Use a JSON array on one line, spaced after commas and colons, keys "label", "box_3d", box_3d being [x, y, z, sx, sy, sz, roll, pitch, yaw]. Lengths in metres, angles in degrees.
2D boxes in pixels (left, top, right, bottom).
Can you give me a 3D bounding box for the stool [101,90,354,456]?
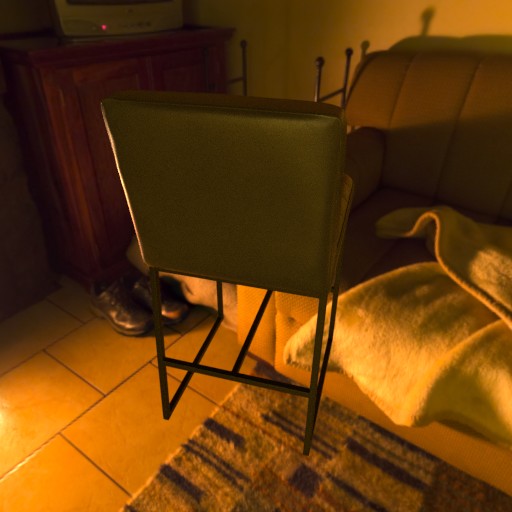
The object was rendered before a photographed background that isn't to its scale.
[{"label": "stool", "box_3d": [0.000, 0.000, 1.212, 0.457, 0.938, 0.552, 9, 33, 14]}]
